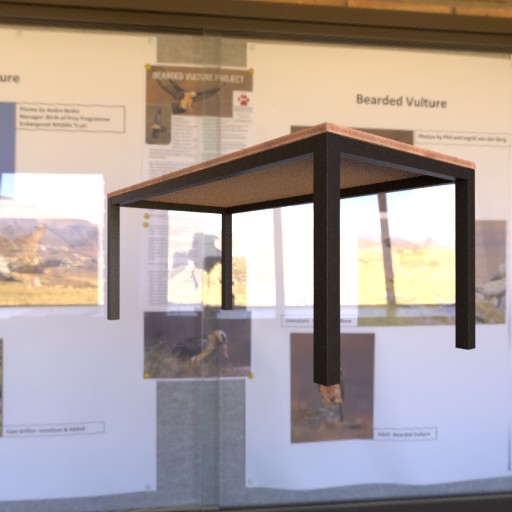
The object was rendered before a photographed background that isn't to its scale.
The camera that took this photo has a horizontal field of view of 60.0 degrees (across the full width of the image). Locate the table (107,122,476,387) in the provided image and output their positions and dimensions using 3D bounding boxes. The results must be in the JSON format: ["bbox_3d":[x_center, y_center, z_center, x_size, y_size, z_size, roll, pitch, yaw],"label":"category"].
[{"bbox_3d":[0.000,0.000,2.266,0.893,0.767,1.805,0,0,-38],"label":"table"}]
